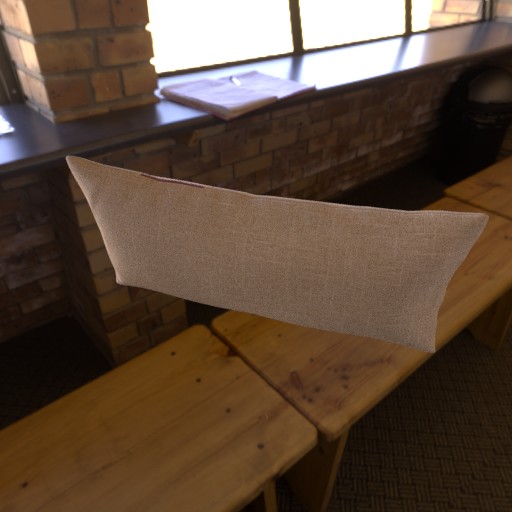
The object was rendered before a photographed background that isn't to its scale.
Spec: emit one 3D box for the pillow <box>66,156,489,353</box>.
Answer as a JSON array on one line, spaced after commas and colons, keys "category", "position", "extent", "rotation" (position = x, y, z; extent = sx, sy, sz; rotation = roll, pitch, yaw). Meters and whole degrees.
[{"category": "pillow", "position": [0.000, 0.000, 0.716], "extent": [0.612, 0.282, 0.155], "rotation": [11, 36, 15]}]
